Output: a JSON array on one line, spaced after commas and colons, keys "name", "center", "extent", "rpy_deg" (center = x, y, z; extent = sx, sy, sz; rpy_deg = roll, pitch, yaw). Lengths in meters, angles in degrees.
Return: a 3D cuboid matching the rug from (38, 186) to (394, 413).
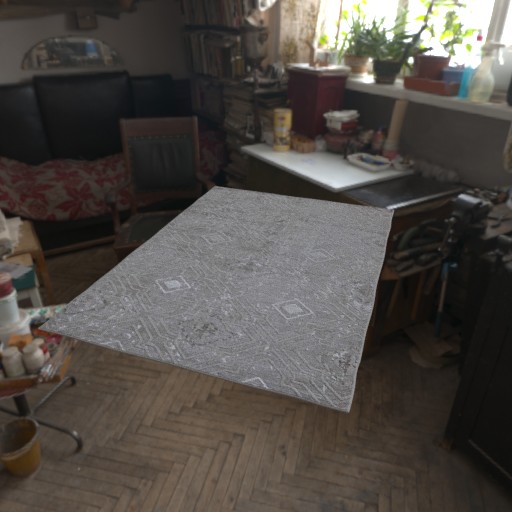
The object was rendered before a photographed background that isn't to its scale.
[{"name": "rug", "center": [0.000, 0.000, 4.490], "extent": [2.448, 0.020, 3.359], "rpy_deg": [10, 31, 17]}]
